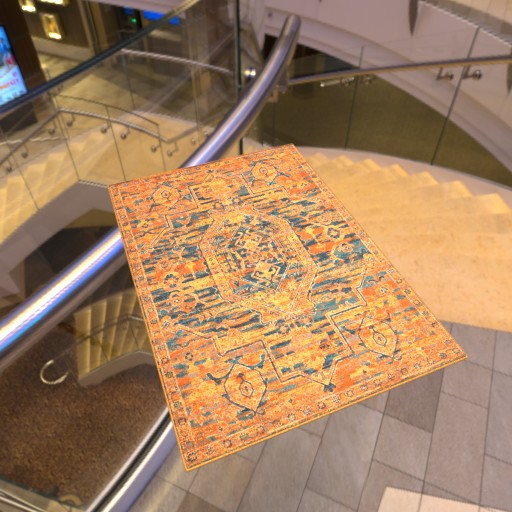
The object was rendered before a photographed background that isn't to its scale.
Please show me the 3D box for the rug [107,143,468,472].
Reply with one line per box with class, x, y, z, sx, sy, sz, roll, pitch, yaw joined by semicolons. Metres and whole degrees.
rug;0.000;0.000;3.765;2.043;0.019;2.916;-16;49;-15
